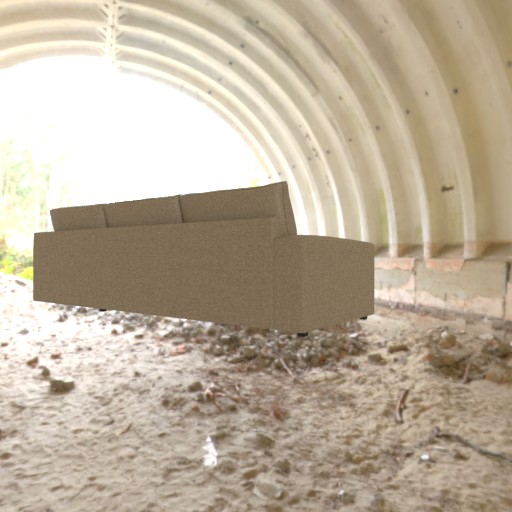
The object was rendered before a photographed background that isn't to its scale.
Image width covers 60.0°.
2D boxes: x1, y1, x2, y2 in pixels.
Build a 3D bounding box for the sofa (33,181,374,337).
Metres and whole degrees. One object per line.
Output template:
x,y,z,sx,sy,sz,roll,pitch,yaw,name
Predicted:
0.000,0.000,3.999,2.622,0.800,2.742,0,0,37,sofa
